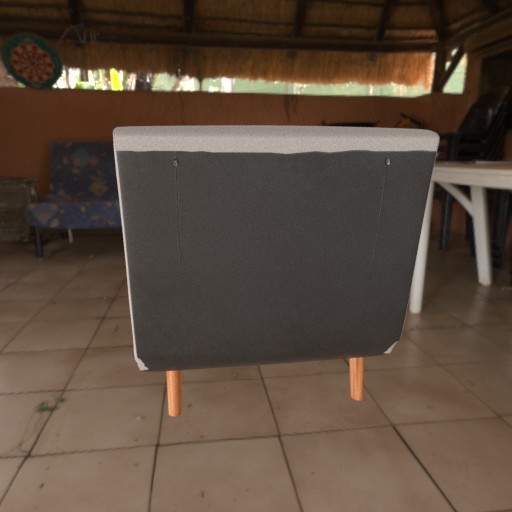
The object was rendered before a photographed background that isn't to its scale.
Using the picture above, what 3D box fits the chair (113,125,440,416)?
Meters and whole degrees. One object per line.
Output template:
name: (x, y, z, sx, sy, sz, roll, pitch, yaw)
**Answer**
chair: (0.000, 0.000, 1.502, 0.770, 0.808, 0.902, -2, 13, -9)
